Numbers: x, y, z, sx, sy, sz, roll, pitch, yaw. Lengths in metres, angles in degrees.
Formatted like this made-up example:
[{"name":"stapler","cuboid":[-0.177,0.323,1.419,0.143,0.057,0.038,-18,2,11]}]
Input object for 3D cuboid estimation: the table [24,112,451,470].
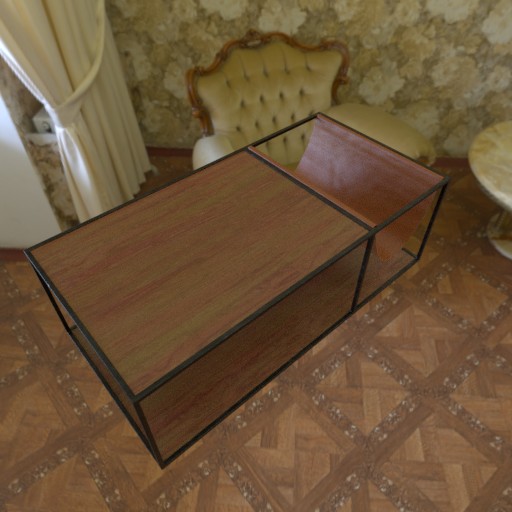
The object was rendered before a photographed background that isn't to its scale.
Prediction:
[{"name":"table","cuboid":[0.000,0.000,1.493,1.199,0.403,0.597,-32,54,-27]}]
